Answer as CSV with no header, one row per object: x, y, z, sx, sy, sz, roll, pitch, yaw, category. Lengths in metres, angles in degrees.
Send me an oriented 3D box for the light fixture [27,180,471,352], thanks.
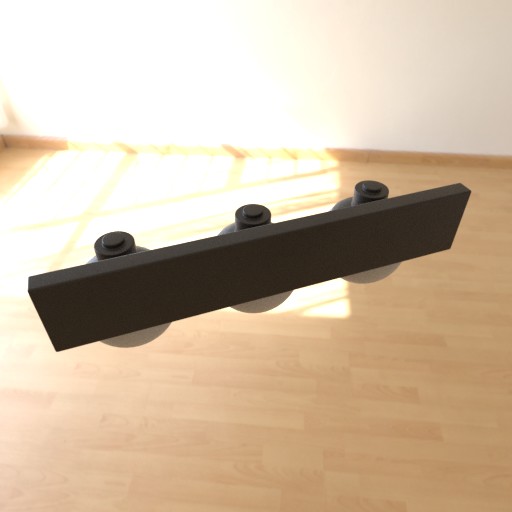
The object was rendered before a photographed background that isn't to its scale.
0.000,0.000,0.840,0.721,0.263,0.218,-13,42,-15,light fixture
